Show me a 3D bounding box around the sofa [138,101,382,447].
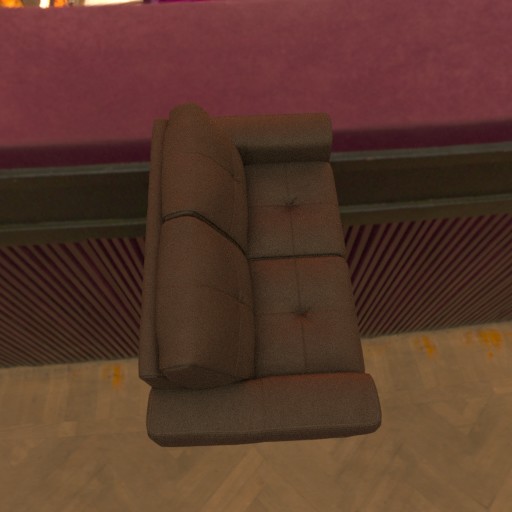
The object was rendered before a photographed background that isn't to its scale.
[{"bbox_3d":[0.000,0.000,2.324,1.018,0.907,1.806,-3,64,-1],"label":"sofa"}]
